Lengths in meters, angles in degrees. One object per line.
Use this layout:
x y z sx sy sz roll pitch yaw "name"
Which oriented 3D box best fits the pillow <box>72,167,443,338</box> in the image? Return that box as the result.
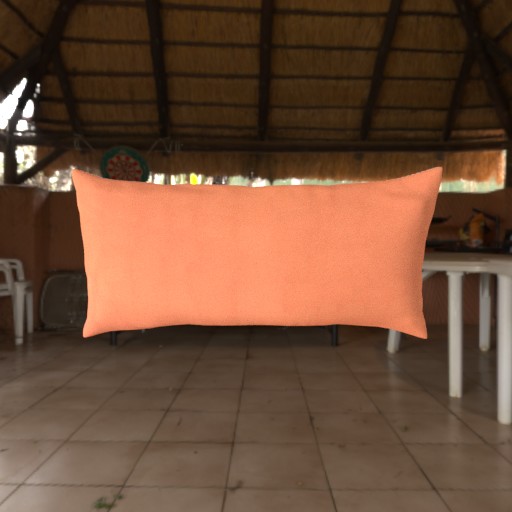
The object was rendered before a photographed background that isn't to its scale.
0.000 0.000 0.756 0.608 0.292 0.156 0 1 0 "pillow"
